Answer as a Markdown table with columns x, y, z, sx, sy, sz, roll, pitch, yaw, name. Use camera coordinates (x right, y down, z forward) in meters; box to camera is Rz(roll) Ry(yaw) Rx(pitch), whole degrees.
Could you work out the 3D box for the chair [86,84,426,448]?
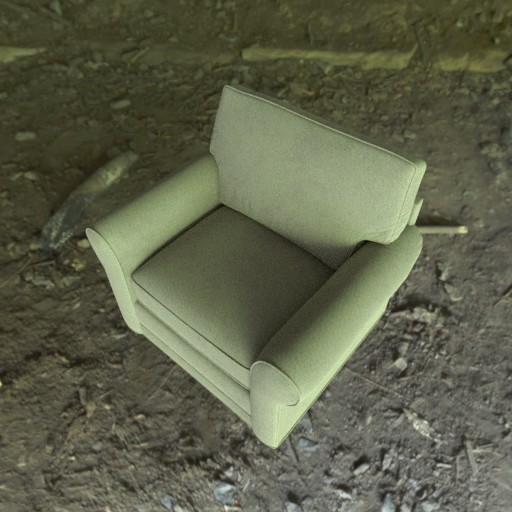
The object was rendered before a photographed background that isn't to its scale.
| x | y | z | sx | sy | sz | roll | pitch | yaw | name |
| --- | --- | --- | --- | --- | --- | --- | --- | --- | --- |
| 0.000 | 0.000 | 1.930 | 1.147 | 1.044 | 0.939 | 32 | 55 | 26 | chair |
